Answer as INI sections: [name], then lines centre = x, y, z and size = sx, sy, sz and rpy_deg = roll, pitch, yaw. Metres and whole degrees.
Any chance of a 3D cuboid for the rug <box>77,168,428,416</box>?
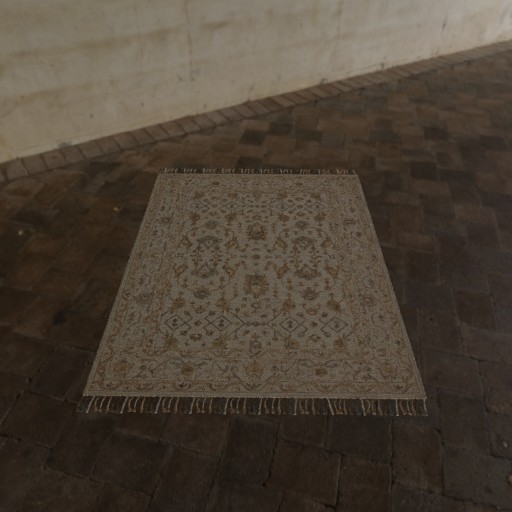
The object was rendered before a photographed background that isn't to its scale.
[rug]
centre = 0.000, 0.000, 2.238
size = 1.278, 0.009, 1.726
rpy_deg = 0, 41, 0
